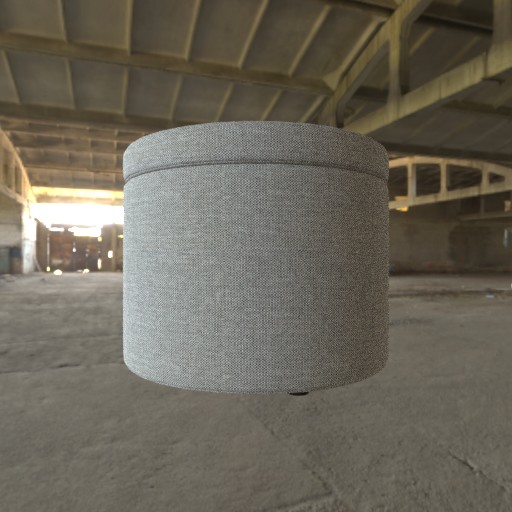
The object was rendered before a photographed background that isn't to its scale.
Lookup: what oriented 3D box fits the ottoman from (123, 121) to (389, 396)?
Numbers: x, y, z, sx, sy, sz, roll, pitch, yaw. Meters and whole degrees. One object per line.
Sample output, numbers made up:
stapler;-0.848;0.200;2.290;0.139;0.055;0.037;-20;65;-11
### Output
ottoman;0.000;0.000;0.871;0.500;0.419;0.500;0;0;0
